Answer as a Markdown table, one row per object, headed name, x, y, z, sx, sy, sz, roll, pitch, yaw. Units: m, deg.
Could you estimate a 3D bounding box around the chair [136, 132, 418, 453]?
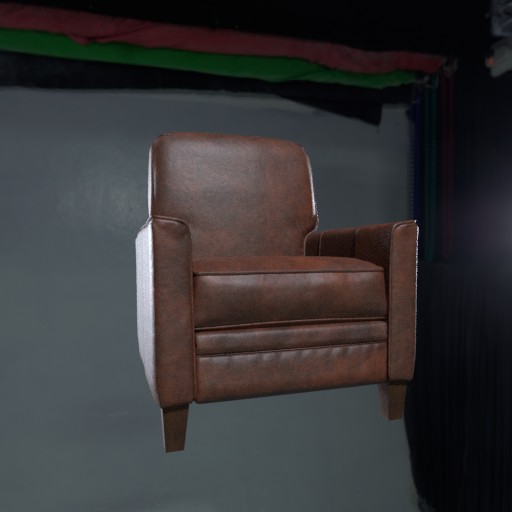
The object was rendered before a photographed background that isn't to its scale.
| name | x | y | z | sx | sy | sz | roll | pitch | yaw |
| --- | --- | --- | --- | --- | --- | --- | --- | --- | --- |
| chair | 0.000 | 0.000 | 1.641 | 0.843 | 1.043 | 0.836 | -1 | 2 | -18 |
